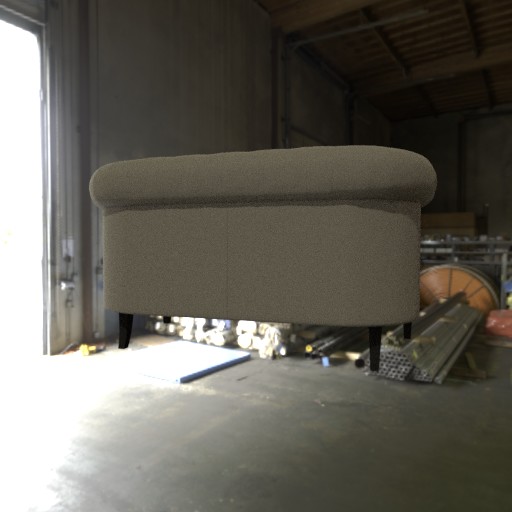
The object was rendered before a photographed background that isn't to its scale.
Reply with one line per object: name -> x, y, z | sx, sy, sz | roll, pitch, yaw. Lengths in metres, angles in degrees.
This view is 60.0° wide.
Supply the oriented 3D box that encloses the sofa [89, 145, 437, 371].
sofa -> 0.000, 0.000, 2.050 | 1.558, 0.827, 0.835 | 1, 2, 18
